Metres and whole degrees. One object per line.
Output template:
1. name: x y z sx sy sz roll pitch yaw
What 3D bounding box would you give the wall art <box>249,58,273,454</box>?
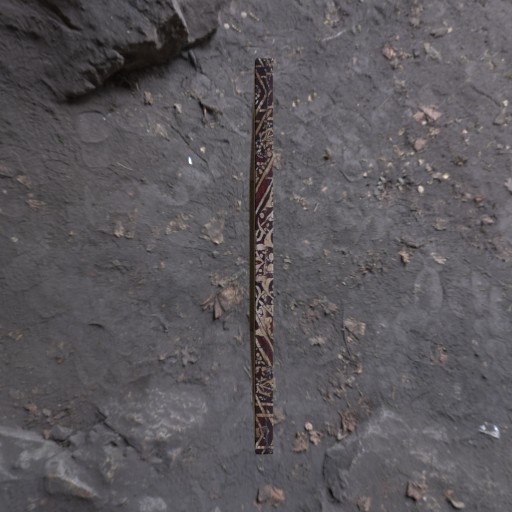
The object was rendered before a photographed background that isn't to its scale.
1. wall art: 0.000 0.000 0.743 0.020 0.599 0.397 0 90 -1
